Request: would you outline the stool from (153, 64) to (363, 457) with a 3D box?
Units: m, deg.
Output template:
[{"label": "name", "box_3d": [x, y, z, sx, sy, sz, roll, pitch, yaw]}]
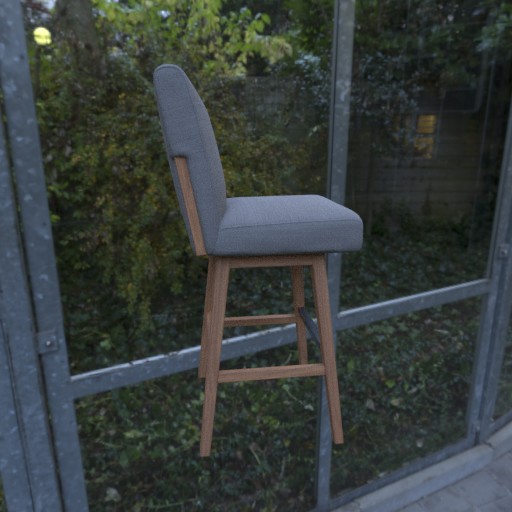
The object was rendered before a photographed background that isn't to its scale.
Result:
[{"label": "stool", "box_3d": [0.000, 0.000, 1.445, 0.570, 1.112, 0.483, -2, 15, -8]}]
